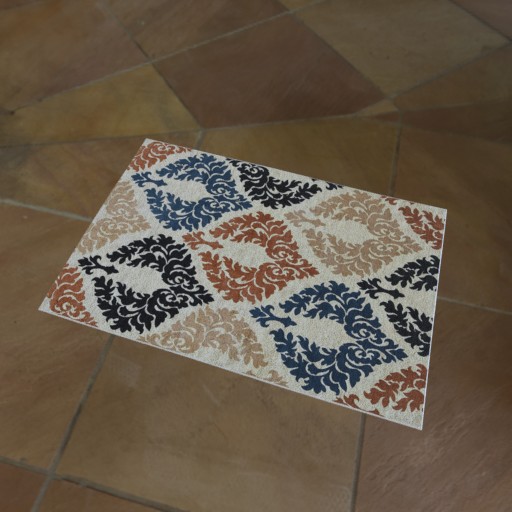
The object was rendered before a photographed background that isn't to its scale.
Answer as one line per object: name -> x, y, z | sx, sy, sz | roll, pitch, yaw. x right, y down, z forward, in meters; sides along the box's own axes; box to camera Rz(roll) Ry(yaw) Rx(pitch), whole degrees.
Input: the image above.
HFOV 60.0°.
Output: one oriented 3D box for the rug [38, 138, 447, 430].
rug -> 0.000, 0.000, 2.849 | 2.275, 0.014, 1.514 | 15, 60, 9
